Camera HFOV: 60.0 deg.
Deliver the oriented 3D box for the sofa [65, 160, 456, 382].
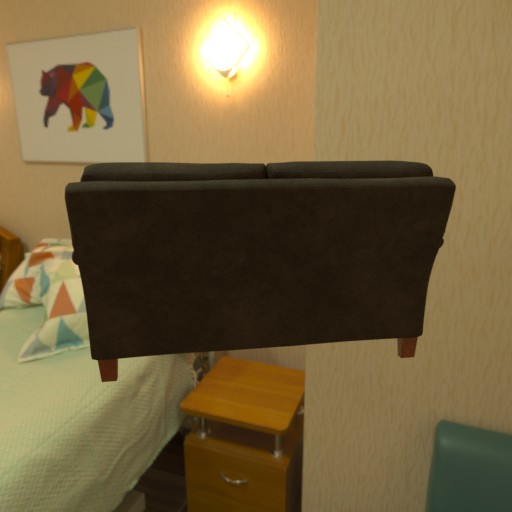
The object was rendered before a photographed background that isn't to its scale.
[{"bbox_3d":[0.000,0.000,2.580,1.853,1.101,1.084,-2,15,-9],"label":"sofa"}]
